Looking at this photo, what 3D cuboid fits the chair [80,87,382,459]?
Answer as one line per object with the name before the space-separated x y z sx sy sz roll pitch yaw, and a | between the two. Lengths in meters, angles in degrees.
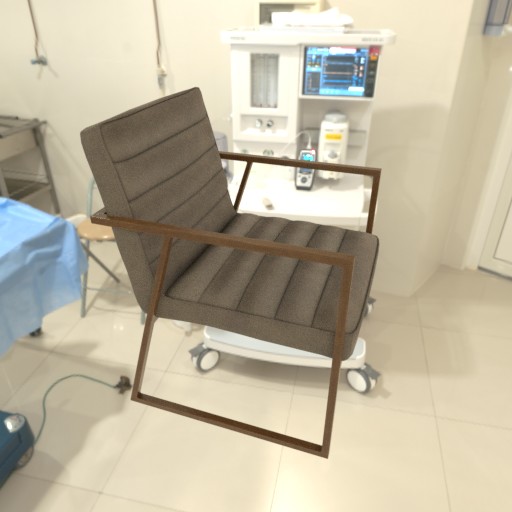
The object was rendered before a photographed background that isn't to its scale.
chair | 0.000 0.000 1.311 0.682 0.843 0.578 10 32 17
